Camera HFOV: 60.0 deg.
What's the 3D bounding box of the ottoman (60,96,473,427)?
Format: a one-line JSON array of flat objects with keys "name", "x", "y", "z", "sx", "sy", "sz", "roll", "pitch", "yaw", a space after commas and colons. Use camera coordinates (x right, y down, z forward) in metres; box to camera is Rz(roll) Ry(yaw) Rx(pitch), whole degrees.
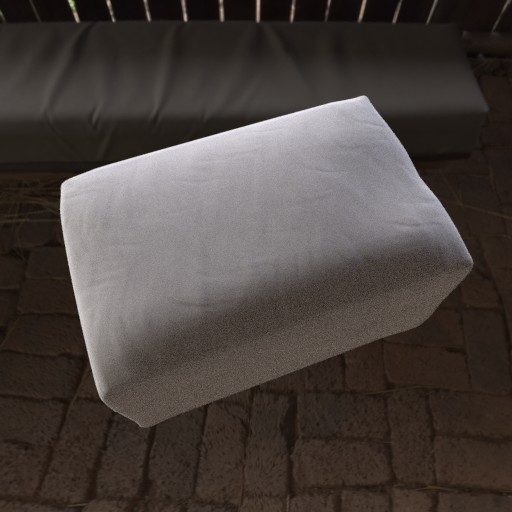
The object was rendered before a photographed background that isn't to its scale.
[{"name": "ottoman", "x": 0.000, "y": 0.000, "z": 1.175, "sx": 0.872, "sy": 0.444, "sz": 0.590, "roll": -18, "pitch": 64, "yaw": -9}]
